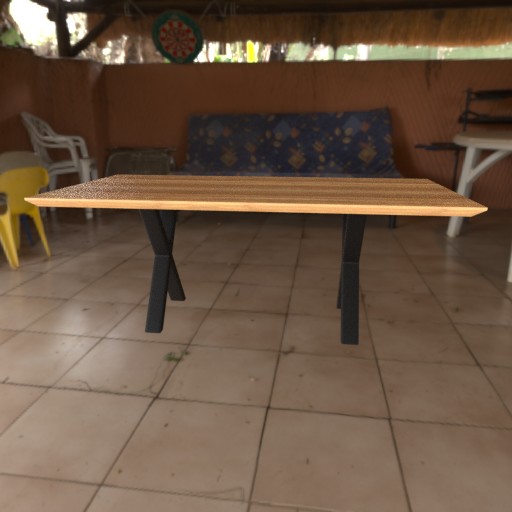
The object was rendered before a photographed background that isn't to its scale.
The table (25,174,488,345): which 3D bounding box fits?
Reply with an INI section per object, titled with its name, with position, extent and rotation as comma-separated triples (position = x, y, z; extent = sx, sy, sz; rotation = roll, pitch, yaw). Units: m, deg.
[table]
position = 0.000, 0.000, 2.481
extent = 2.000, 0.770, 1.000
rotation = 2, 17, 7
